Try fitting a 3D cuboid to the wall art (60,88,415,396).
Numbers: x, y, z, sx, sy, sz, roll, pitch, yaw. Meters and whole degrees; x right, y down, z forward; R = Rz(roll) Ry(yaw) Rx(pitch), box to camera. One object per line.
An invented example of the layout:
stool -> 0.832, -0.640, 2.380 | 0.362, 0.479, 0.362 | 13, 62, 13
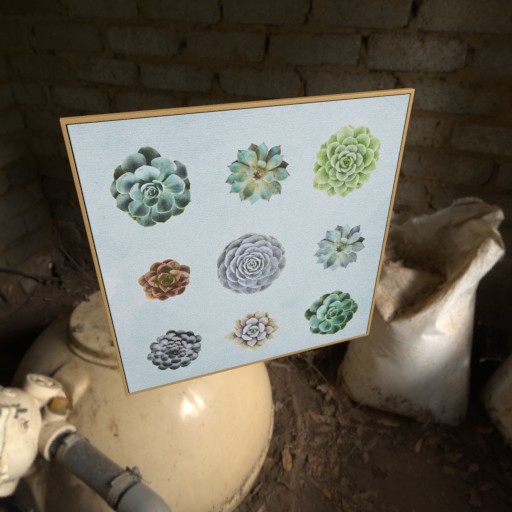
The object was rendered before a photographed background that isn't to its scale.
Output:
wall art -> 0.000, 0.000, 0.970 | 0.657, 0.655, 0.014 | -10, 35, -16
